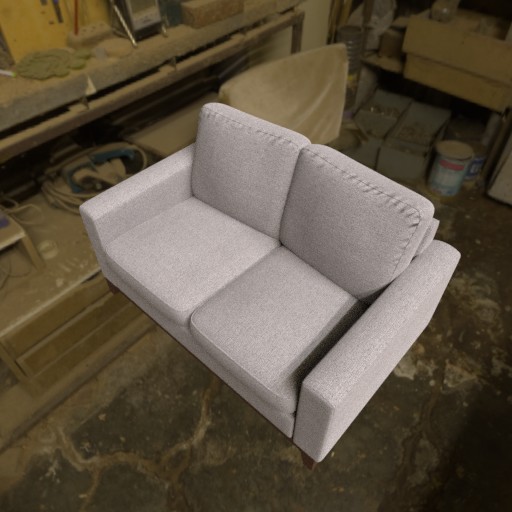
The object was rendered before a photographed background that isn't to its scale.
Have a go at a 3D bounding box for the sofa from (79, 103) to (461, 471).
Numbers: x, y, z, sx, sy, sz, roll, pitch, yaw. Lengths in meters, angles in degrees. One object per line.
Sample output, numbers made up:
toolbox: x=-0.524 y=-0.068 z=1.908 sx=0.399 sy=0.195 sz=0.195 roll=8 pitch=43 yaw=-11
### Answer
sofa: x=0.000 y=0.000 z=1.992 sx=1.420 sy=0.873 sz=0.917 roll=33 pitch=55 yaw=28
